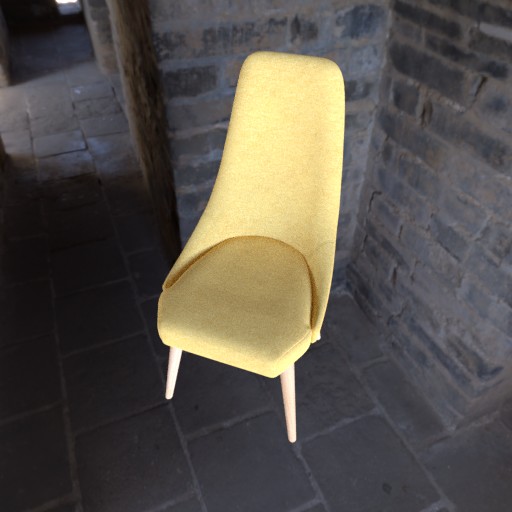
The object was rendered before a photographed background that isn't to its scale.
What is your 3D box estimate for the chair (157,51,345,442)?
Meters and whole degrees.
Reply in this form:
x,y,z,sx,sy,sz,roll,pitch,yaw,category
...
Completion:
x,y,z,sx,sy,sz,roll,pitch,yaw,category
0.000,0.000,1.405,0.510,1.040,0.660,14,43,15,chair
